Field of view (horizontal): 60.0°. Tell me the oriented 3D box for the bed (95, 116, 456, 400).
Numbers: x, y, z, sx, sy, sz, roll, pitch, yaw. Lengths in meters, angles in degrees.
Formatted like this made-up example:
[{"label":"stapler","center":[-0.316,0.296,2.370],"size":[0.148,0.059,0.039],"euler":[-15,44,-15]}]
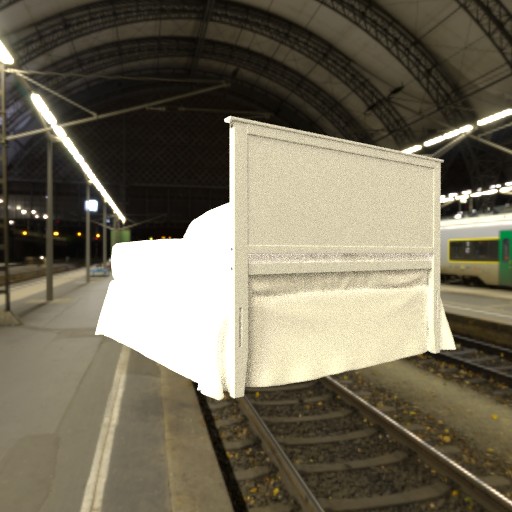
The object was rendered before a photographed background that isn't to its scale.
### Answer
[{"label":"bed","center":[0.000,0.000,3.255],"size":[1.876,1.269,2.047],"euler":[0,1,-35]}]
